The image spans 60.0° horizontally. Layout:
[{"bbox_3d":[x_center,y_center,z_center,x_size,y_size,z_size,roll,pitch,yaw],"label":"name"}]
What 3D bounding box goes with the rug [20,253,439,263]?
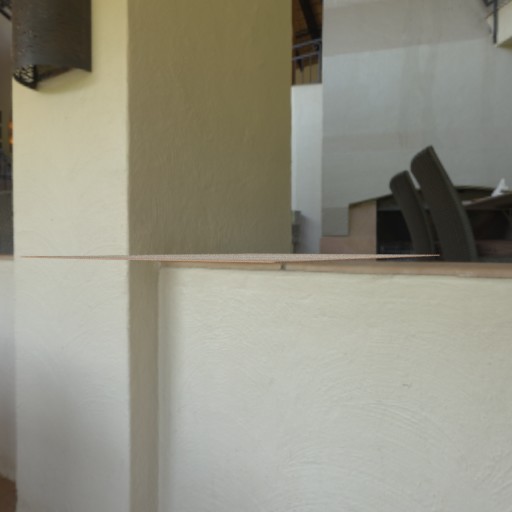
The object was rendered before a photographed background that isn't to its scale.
[{"bbox_3d":[0.000,0.000,4.027,2.436,0.011,3.045,1,1,36],"label":"rug"}]
